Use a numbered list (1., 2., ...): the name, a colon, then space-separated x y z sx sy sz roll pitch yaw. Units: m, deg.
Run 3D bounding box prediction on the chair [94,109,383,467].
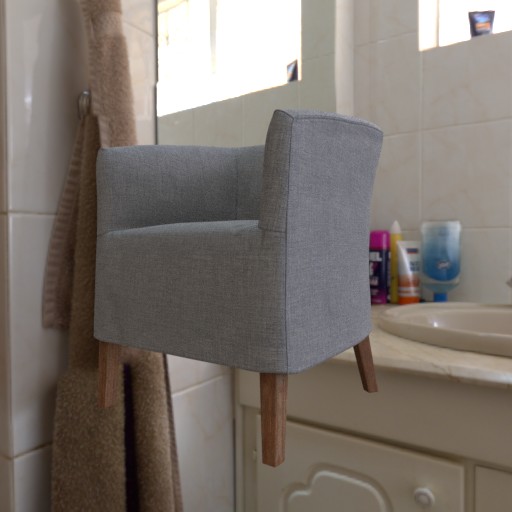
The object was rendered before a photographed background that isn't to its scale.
1. chair: 0.000 0.000 1.232 0.600 0.771 0.668 1 1 36
